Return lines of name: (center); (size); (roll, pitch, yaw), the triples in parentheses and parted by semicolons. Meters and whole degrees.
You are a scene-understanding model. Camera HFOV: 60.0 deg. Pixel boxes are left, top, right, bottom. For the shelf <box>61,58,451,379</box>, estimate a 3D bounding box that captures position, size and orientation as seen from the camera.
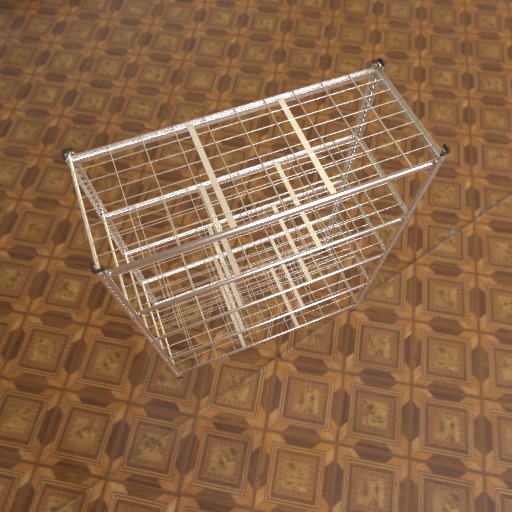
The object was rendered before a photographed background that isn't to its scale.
shelf: (0.000, 0.000, 2.745); (1.524, 1.981, 0.610); (-20, 65, -9)
